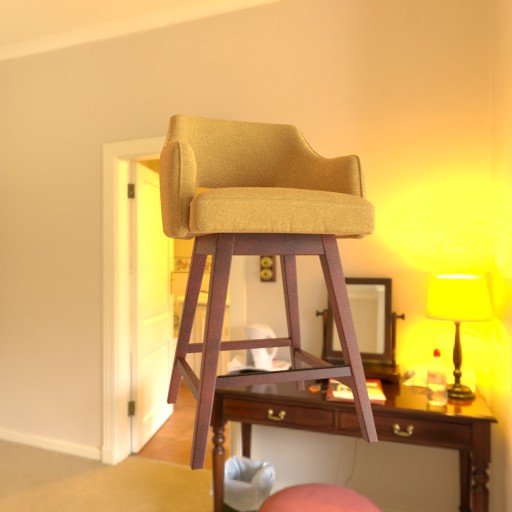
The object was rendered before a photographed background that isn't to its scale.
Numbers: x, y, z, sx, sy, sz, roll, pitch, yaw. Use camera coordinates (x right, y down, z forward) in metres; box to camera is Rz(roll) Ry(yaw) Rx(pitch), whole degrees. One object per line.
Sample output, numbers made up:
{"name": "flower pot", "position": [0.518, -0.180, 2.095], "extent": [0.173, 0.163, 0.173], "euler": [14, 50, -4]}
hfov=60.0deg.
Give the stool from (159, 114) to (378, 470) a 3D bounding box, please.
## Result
{"name": "stool", "position": [0.000, 0.000, 1.280], "extent": [0.548, 0.924, 0.558], "euler": [0, 0, -18]}
